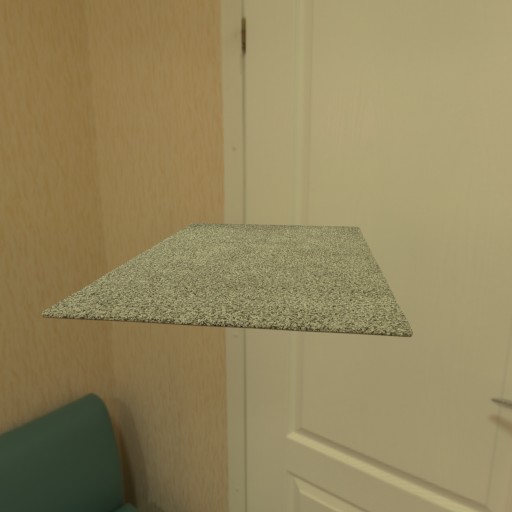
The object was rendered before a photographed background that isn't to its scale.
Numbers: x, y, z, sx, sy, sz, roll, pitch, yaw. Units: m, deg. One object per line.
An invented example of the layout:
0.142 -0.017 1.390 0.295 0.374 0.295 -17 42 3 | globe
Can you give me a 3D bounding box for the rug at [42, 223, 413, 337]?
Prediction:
0.000 0.000 3.387 1.778 0.030 2.743 2 14 8 | rug
